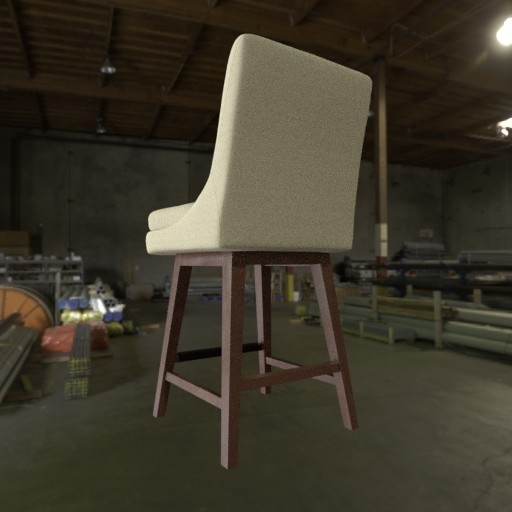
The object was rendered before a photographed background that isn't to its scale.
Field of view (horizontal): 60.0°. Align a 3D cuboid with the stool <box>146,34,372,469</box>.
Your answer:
[{"bbox_3d":[0.000,0.000,1.306,0.483,0.991,0.559,1,-1,-35],"label":"stool"}]
